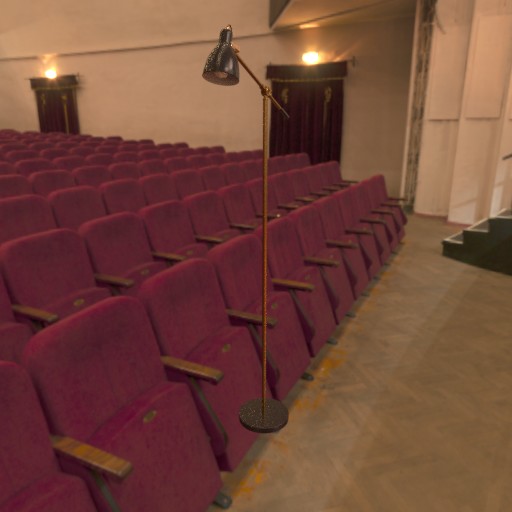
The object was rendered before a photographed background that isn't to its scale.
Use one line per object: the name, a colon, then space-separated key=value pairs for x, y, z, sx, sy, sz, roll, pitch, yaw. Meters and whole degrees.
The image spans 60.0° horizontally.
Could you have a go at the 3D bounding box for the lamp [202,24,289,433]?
lamp: x=0.000 y=0.000 z=1.798 sx=0.235 sy=1.628 sz=0.618 roll=8 pitch=18 yaw=25
